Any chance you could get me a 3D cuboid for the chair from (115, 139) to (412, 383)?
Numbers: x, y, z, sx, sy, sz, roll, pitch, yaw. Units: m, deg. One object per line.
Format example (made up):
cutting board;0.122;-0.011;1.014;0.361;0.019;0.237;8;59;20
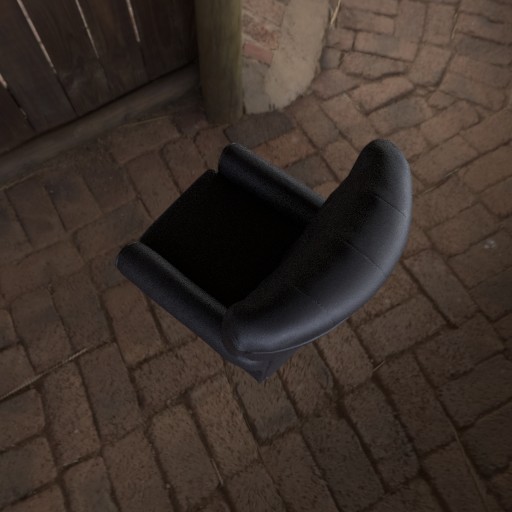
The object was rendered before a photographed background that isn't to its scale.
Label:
chair;0.000;0.000;1.991;1.058;1.158;0.948;35;69;16
